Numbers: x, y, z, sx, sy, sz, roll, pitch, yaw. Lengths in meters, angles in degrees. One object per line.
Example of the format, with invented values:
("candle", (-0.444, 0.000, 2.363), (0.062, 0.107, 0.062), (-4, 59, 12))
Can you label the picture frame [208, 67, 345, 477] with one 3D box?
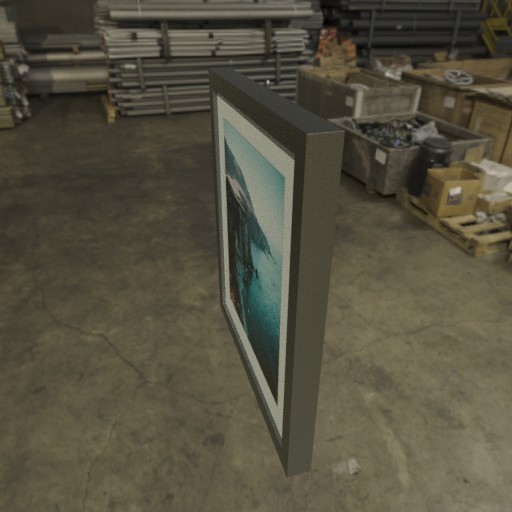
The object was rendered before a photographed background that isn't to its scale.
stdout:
("picture frame", (0.000, 0.000, 1.360), (0.073, 0.968, 0.839), (-9, 31, -15))
